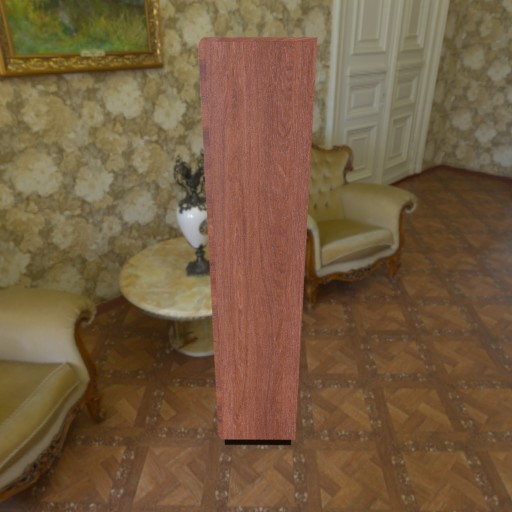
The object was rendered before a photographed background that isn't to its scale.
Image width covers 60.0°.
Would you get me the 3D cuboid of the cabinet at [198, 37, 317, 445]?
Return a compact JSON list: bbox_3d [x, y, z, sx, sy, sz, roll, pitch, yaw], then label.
[{"bbox_3d":[0.000,0.000,2.236,0.420,1.980,0.660,0,26,0],"label":"cabinet"}]
